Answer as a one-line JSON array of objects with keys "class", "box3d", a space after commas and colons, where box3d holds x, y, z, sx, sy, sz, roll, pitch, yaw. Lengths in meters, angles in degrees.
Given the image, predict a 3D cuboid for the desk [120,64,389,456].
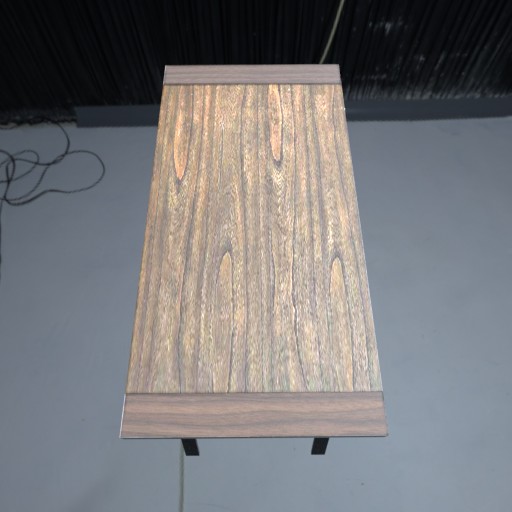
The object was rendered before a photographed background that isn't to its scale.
[{"class": "desk", "box3d": [0.000, 0.000, 1.926, 0.784, 0.725, 1.543, 0, 63, 0]}]
